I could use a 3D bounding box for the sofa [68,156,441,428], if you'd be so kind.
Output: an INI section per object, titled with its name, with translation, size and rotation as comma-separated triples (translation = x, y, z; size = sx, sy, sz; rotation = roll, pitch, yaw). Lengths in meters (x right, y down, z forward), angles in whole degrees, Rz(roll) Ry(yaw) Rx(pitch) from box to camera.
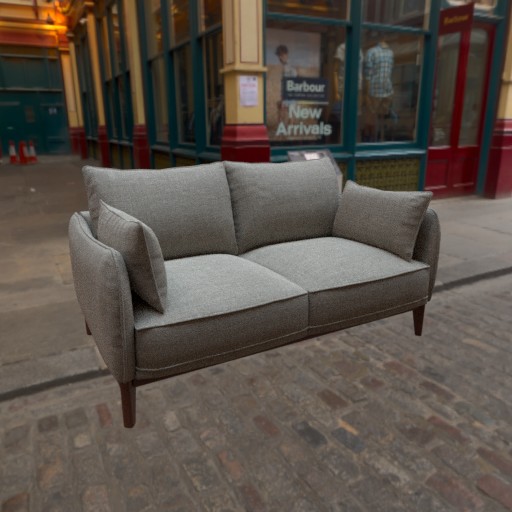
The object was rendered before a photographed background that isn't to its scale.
[sofa]
translation = 0.000, 0.000, 2.123
size = 1.580, 0.851, 0.972
rotation = -9, 19, -27
